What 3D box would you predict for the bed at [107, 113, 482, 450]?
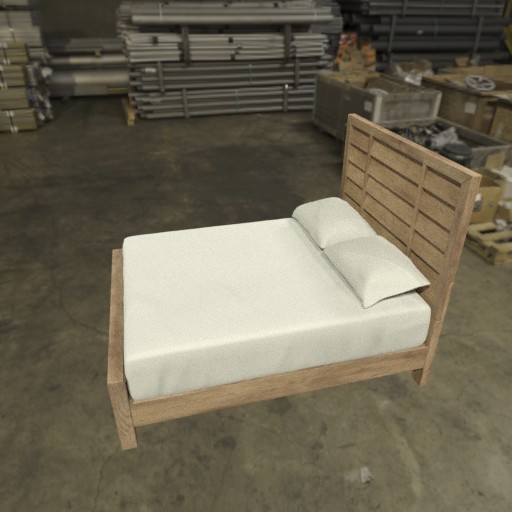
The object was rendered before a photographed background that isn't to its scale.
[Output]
[{"bbox_3d":[0.000,0.000,3.324,2.197,1.626,1.626,-7,31,-13],"label":"bed"}]
